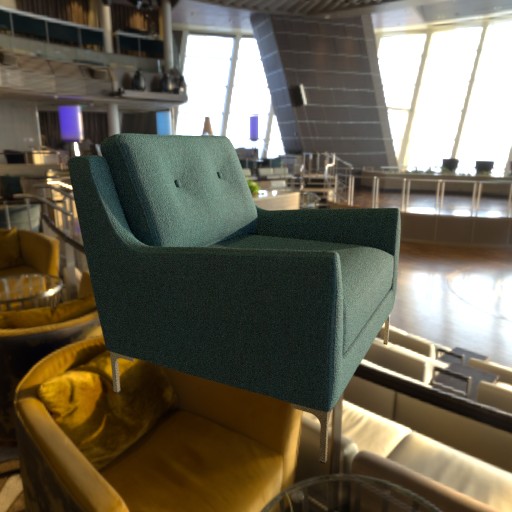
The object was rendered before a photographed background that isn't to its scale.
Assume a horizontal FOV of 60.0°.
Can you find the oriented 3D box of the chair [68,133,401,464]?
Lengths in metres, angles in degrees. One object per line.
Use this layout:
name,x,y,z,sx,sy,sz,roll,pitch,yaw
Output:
chair,0.000,0.000,1.559,0.849,0.828,0.847,7,16,26
